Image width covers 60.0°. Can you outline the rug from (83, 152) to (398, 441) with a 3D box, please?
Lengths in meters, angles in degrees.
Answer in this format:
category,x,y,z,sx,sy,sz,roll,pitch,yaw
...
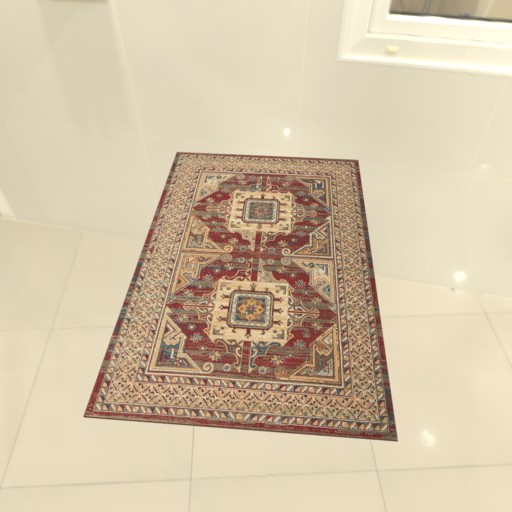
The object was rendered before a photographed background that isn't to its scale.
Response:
category,x,y,z,sx,sy,sz,roll,pitch,yaw
rug,0.000,0.000,5.820,3.033,0.033,4.578,3,47,3
